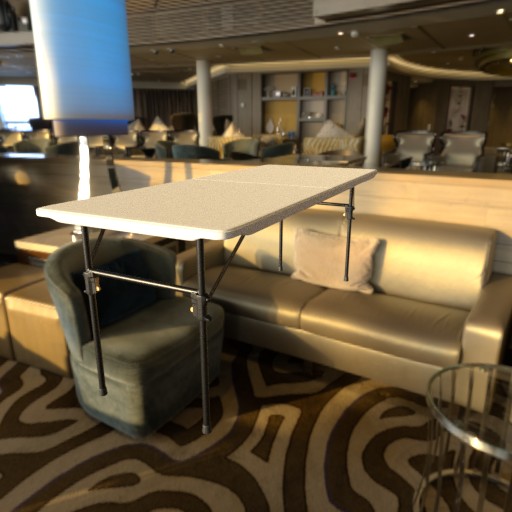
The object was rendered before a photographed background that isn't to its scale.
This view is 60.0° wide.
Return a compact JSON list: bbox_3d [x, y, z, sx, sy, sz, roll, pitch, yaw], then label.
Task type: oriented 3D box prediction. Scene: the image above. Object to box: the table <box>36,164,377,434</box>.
[{"bbox_3d":[0.000,0.000,2.195,0.761,0.719,1.829,8,19,26],"label":"table"}]
